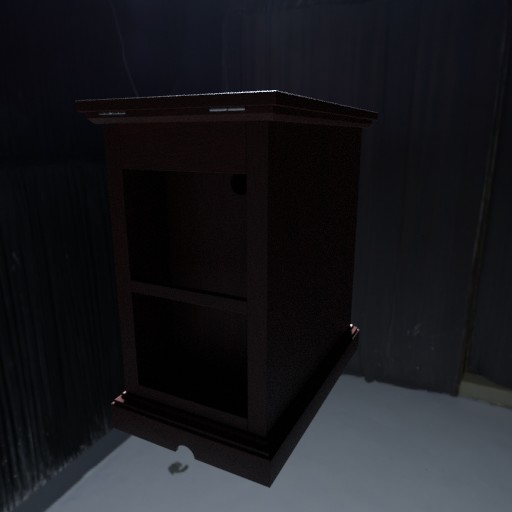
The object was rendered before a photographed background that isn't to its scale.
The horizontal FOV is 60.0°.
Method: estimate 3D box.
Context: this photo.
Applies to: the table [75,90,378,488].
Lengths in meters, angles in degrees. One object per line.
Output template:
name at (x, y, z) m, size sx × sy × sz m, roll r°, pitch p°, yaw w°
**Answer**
table at (0.000, 0.000, 0.965) m, size 0.356 × 0.612 × 0.584 m, roll 8°, pitch 17°, yaw 26°
